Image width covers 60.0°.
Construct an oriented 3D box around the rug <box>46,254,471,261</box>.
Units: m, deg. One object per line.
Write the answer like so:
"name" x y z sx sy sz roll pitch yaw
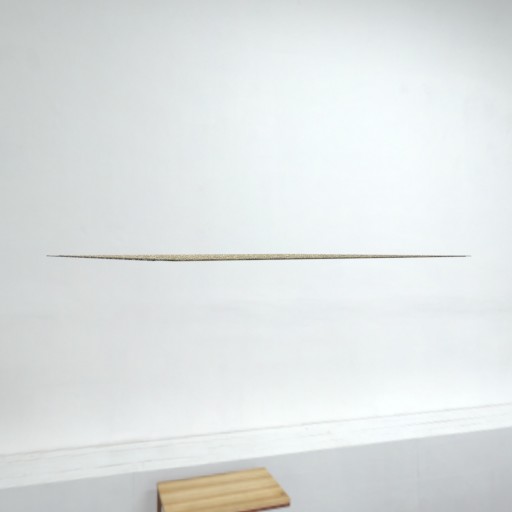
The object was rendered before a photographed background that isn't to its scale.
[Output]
"rug" 0.000 0.000 4.060 3.056 0.010 2.437 -1 1 -37
